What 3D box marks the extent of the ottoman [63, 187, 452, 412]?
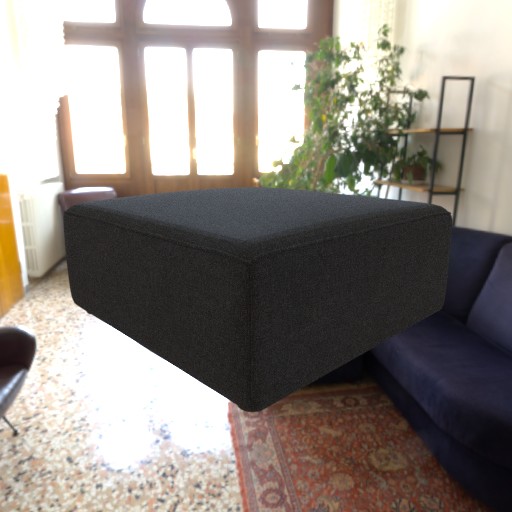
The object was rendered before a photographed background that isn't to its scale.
[{"bbox_3d":[0.000,0.000,1.593,1.000,0.439,1.000,-13,19,-42],"label":"ottoman"}]
